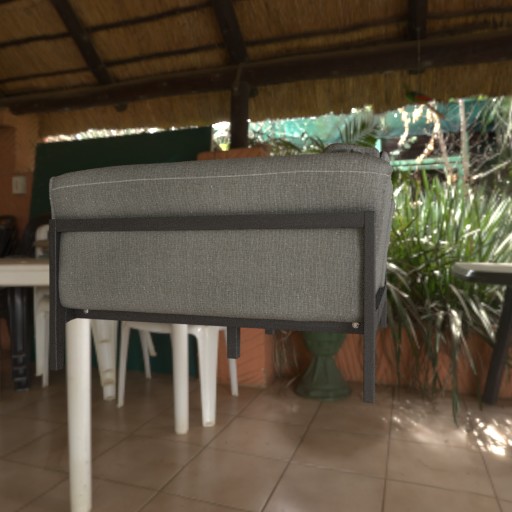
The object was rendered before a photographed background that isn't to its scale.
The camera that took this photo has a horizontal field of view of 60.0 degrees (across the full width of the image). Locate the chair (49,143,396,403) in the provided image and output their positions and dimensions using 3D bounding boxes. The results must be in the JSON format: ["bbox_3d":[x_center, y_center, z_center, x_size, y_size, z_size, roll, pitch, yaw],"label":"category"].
[{"bbox_3d":[0.000,0.000,1.622,0.969,0.646,1.056,0,1,18],"label":"chair"}]
